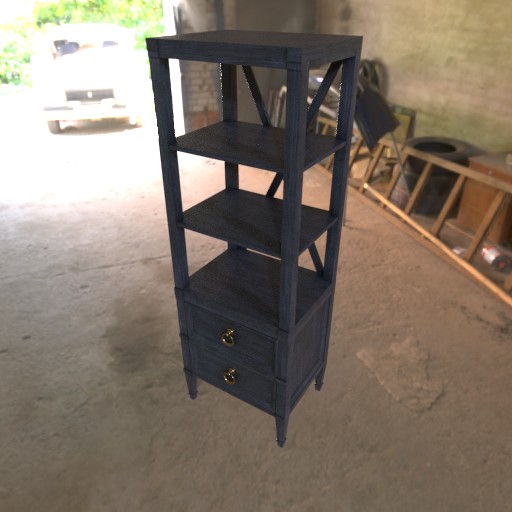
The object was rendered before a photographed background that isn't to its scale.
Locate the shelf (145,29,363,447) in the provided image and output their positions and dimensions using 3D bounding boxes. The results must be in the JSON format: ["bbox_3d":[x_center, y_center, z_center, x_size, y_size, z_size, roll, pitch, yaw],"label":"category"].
[{"bbox_3d":[0.000,0.000,1.944,0.584,1.727,0.472,18,35,27],"label":"shelf"}]
